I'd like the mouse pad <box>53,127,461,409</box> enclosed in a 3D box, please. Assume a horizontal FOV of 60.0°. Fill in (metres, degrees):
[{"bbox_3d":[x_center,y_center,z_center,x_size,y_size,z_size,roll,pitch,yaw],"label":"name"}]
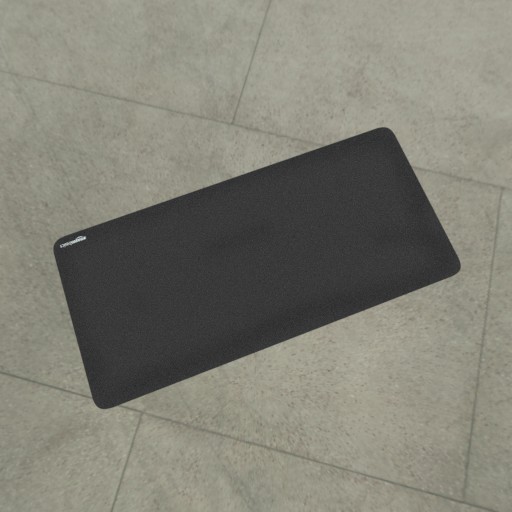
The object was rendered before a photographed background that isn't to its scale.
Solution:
[{"bbox_3d":[0.000,0.000,1.066,0.907,0.003,0.424,-20,76,-5],"label":"mouse pad"}]
